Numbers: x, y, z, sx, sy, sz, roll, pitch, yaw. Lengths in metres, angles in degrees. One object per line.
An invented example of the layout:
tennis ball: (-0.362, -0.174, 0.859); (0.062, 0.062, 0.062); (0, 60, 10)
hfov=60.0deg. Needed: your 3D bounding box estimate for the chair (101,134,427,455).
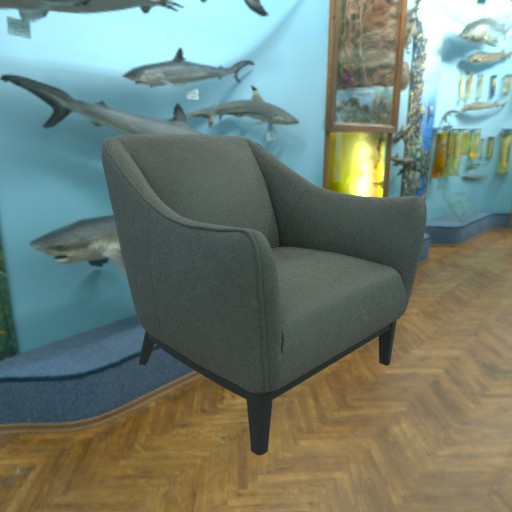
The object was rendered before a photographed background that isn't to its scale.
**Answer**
chair: (0.000, 0.000, 1.553); (0.852, 0.830, 0.871); (14, 20, 43)
